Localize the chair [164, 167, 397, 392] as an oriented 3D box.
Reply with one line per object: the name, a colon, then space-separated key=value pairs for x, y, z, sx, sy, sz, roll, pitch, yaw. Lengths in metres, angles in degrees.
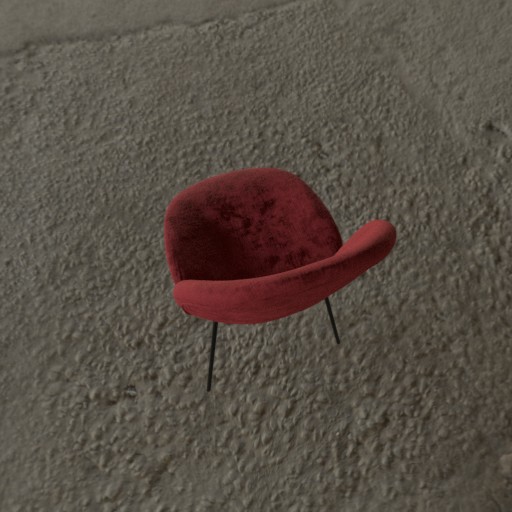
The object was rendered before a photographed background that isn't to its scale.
chair: x=0.000 y=0.000 z=1.160 sx=0.458 sy=0.791 sz=0.587 roll=-18 pitch=61 yaw=-10
